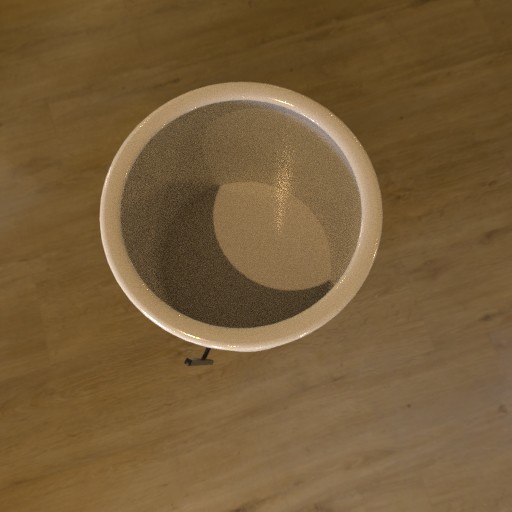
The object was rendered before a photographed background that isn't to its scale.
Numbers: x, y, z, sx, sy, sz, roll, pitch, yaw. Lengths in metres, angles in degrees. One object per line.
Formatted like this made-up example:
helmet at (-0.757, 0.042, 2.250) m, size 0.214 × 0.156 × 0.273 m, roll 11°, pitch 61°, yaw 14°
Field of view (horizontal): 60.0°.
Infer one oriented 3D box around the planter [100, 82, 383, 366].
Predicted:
planter at (0.000, 0.000, 0.644) m, size 0.308 × 0.431 × 0.307 m, roll -1°, pitch 77°, yaw 0°
